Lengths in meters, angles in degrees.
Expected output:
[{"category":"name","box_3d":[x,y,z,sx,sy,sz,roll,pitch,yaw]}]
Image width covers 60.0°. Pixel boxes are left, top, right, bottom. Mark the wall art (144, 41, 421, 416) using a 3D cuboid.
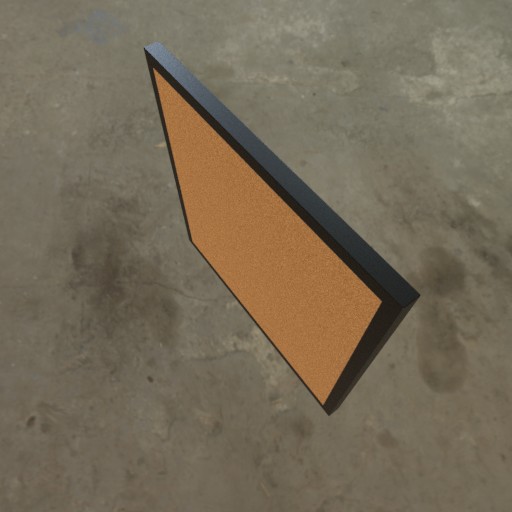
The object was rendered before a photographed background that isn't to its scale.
[{"category":"wall art","box_3d":[0.000,0.000,1.133,0.038,0.765,0.765,-33,64,-18]}]
